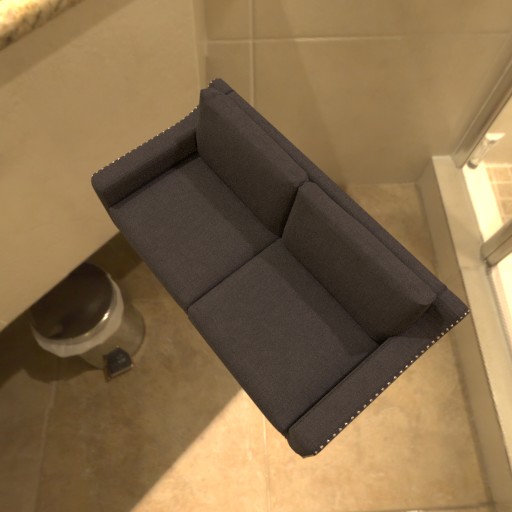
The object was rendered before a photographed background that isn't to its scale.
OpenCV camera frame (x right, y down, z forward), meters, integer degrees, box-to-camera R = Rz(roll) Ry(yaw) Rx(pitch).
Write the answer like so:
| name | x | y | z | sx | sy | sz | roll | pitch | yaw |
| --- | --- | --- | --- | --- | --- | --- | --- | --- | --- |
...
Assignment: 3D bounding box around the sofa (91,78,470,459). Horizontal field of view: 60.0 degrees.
| name | x | y | z | sx | sy | sz | roll | pitch | yaw |
| --- | --- | --- | --- | --- | --- | --- | --- | --- | --- |
| sofa | 0.000 | 0.000 | 3.310 | 1.336 | 1.196 | 2.550 | -37 | 70 | -16 |
